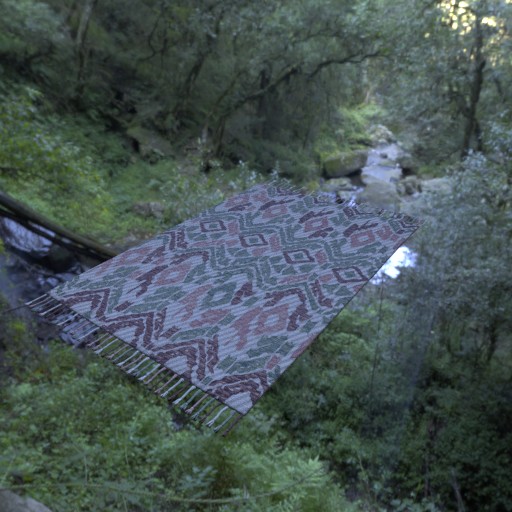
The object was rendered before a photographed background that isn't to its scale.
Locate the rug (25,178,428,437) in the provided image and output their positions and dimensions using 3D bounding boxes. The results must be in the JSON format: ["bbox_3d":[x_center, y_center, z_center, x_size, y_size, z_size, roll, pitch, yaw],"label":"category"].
[{"bbox_3d":[0.000,0.000,2.965,1.524,0.011,2.438,21,37,31],"label":"rug"}]
